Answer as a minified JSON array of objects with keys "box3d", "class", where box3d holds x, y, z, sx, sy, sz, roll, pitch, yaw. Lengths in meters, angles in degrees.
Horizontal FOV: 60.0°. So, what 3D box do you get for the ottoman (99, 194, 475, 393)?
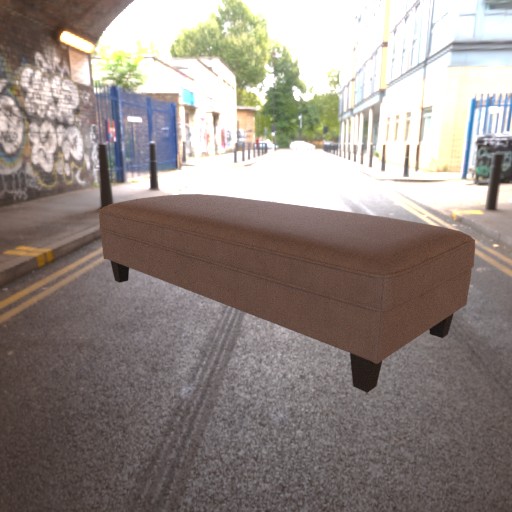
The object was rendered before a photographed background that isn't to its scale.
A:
[{"box3d":[0.000,0.000,2.113,0.751,0.470,1.764,-14,20,-43],"class":"ottoman"}]
